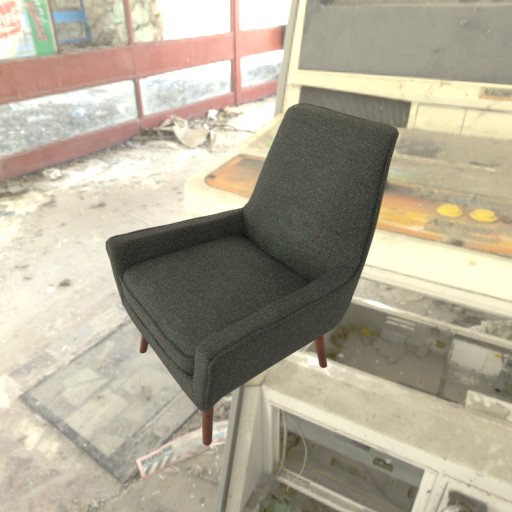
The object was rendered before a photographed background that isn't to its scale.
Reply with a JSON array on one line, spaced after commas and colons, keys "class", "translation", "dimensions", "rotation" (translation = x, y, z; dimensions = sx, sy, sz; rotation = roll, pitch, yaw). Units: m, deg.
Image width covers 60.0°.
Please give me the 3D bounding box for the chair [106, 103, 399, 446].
[{"class": "chair", "translation": [0.000, 0.000, 1.563], "dimensions": [0.859, 0.883, 0.763], "rotation": [-20, 36, -30]}]
